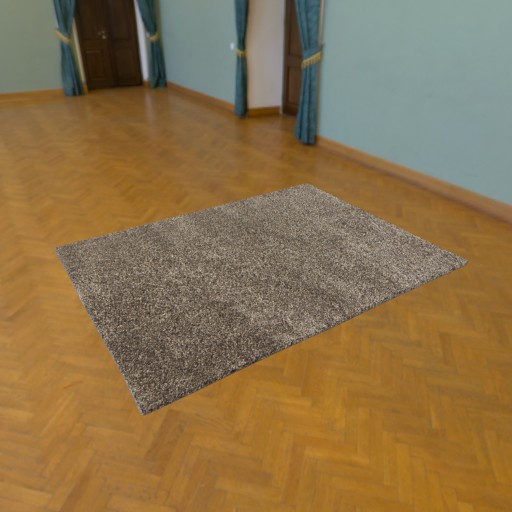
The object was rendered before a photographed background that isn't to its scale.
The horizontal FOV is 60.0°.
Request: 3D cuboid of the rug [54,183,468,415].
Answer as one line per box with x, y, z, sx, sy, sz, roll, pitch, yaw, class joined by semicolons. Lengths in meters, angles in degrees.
0.000;0.000;2.138;1.601;0.025;1.198;-18;35;-28;rug
